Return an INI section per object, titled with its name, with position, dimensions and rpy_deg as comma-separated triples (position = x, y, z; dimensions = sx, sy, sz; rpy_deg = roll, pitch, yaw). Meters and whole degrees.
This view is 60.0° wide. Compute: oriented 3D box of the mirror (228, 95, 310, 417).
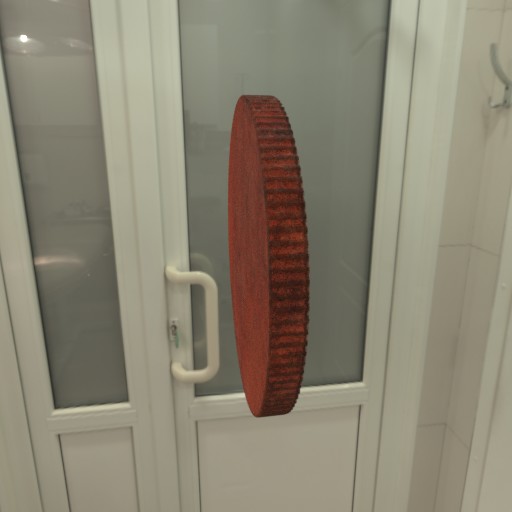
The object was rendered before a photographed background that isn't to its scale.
[mirror]
position = 0.000, 0.000, 0.892
dimensions = 0.056, 0.609, 0.609
rpy_deg = -2, 16, -8
